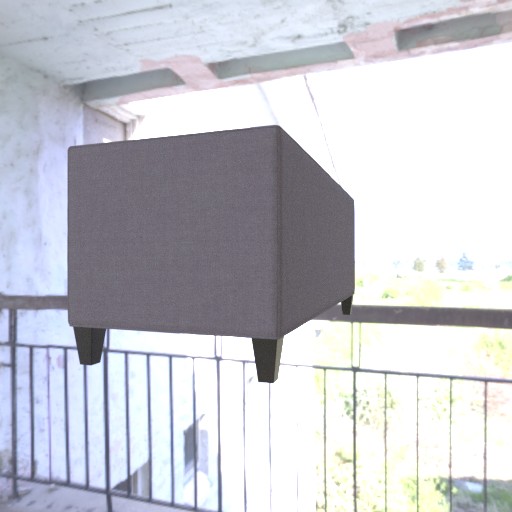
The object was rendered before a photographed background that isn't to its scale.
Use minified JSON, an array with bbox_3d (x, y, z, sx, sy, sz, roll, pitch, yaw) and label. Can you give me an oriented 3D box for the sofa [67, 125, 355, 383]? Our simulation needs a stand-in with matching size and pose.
[{"bbox_3d":[0.000,0.000,2.241,0.775,0.762,1.778,0,0,20],"label":"sofa"}]
